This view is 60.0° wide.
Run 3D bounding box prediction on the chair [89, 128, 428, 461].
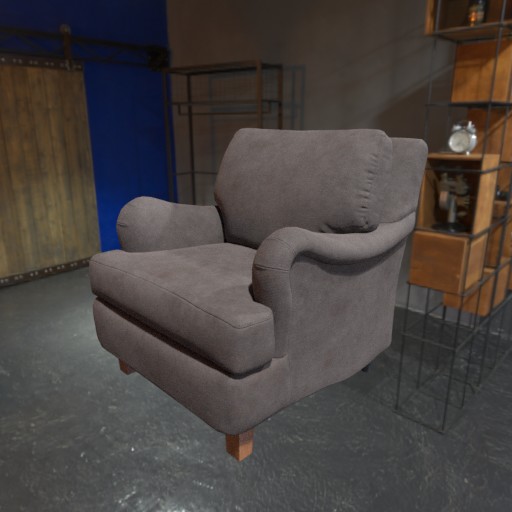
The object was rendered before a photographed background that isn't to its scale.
[{"bbox_3d":[0.000,0.000,1.808,1.070,0.997,0.955,-16,23,-42],"label":"chair"}]
